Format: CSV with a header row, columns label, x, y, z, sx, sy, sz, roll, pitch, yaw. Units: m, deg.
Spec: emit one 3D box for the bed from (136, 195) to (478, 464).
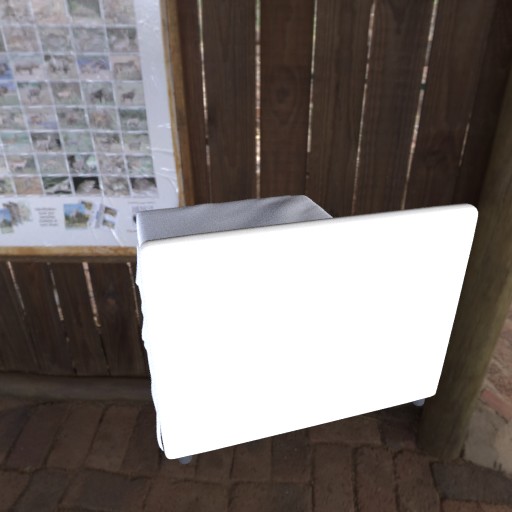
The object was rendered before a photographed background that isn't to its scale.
label,x,y,z,sx,sy,sz,roll,pitch,yaw
bed,0.000,0.000,3.163,1.714,1.330,2.147,-8,28,-15
